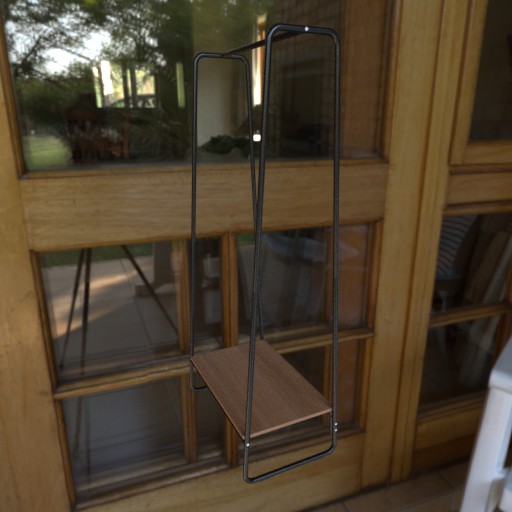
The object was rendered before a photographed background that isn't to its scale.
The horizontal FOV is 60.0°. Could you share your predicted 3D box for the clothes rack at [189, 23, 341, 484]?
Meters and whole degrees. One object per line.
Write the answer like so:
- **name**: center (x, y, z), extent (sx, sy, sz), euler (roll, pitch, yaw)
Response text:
- **clothes rack**: center (0.000, 0.000, 1.707), extent (0.400, 1.500, 0.640), euler (-8, 19, -24)
